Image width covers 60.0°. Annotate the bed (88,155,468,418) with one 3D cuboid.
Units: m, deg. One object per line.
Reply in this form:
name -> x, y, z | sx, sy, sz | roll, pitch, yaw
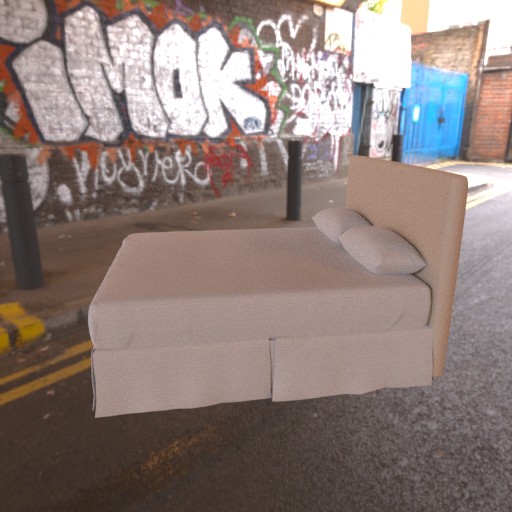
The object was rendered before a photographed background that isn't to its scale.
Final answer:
bed -> 0.000, 0.000, 3.240 | 2.142, 1.330, 1.748 | -2, 17, -8
